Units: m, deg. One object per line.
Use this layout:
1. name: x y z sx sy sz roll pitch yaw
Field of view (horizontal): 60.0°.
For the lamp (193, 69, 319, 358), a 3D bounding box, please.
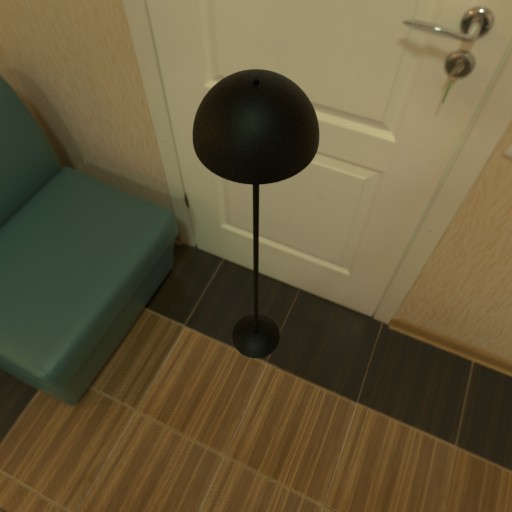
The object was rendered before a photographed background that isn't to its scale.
1. lamp: 0.000 0.000 1.630 0.328 1.480 0.328 -4 57 -2
